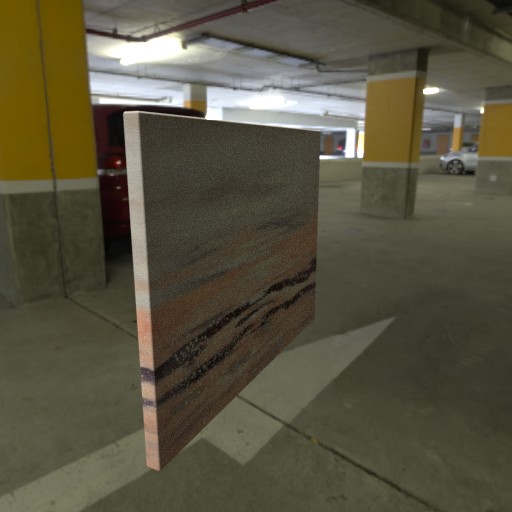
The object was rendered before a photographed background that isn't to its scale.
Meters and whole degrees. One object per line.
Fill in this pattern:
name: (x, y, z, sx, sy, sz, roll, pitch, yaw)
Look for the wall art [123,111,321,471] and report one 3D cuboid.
wall art: (0.000, 0.000, 1.338, 0.038, 0.763, 1.015, 7, 15, 26)
